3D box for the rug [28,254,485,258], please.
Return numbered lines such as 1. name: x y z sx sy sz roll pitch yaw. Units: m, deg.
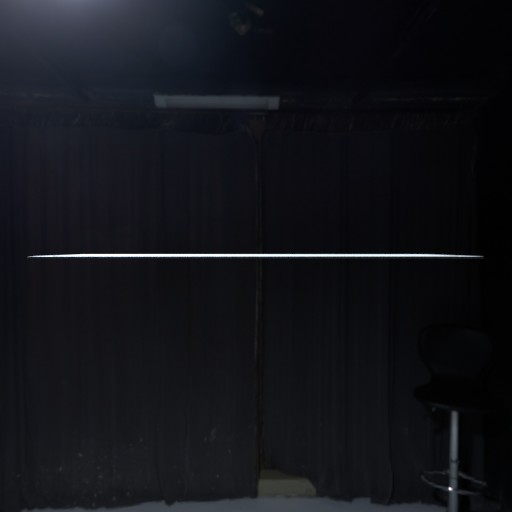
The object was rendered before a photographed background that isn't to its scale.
1. rug: 0.000 0.000 2.730 2.430 0.012 0.759 0 1 0
